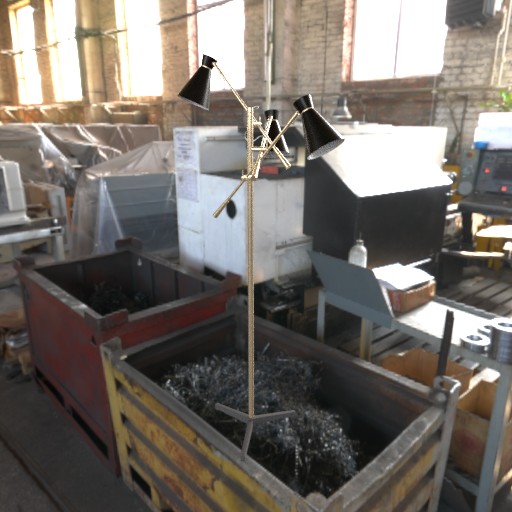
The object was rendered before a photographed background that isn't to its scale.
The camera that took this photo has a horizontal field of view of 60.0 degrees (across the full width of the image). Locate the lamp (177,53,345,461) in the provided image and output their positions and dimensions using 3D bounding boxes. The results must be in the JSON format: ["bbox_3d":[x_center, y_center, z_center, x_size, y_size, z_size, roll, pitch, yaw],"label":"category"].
[{"bbox_3d":[0.000,0.000,2.109,0.750,1.804,0.653,2,17,8],"label":"lamp"}]
